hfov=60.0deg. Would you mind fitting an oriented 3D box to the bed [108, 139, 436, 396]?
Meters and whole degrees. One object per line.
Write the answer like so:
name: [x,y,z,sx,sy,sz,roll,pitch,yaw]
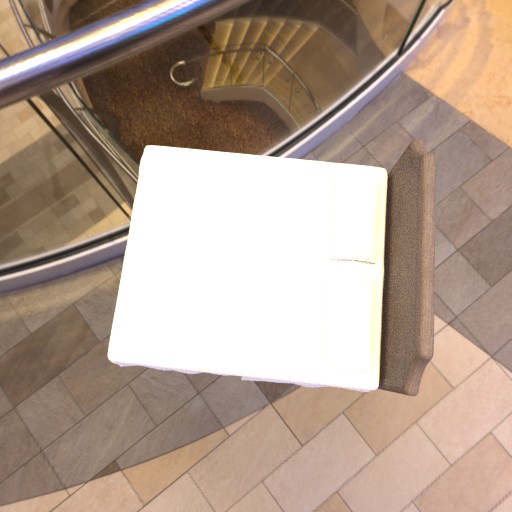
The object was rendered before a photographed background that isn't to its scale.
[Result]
bed: [0.000,0.000,4.201,2.773,1.590,2.350,6,77,1]
